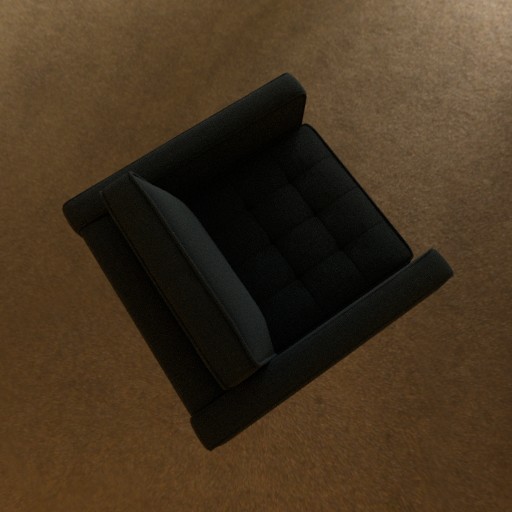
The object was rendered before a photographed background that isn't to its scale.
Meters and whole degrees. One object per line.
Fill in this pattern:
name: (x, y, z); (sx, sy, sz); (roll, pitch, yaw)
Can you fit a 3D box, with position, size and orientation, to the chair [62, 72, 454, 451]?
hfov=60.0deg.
chair: (0.000, 0.000, 1.568); (0.920, 0.770, 0.899); (-33, 77, -9)
